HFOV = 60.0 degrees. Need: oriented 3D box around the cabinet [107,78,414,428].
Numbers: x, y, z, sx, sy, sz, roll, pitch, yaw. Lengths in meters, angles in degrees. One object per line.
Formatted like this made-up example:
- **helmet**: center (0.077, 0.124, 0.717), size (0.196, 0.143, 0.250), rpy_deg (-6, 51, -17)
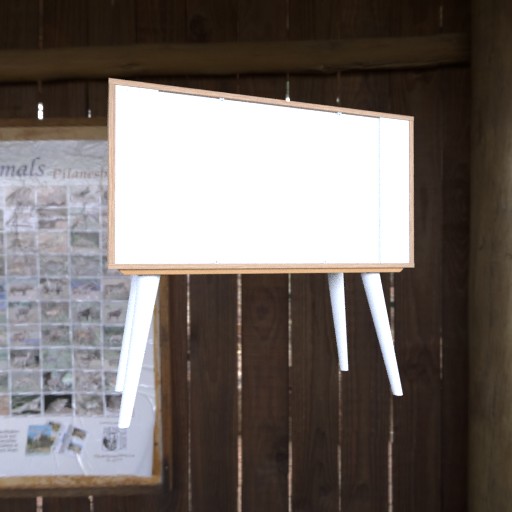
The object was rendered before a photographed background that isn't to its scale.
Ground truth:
- **cabinet**: center (0.000, 0.000, 1.664), size (1.057, 1.016, 0.470), rpy_deg (0, -1, -19)
